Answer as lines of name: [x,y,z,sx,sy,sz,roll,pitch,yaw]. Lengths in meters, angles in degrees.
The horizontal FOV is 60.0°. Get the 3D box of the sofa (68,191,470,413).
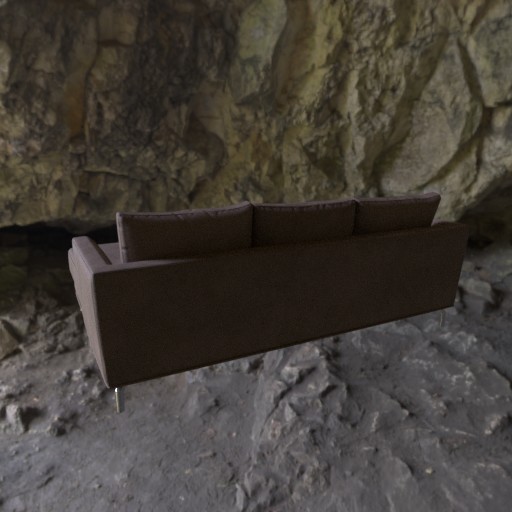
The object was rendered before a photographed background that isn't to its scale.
sofa: [0.000,0.000,3.209,2.438,0.987,1.622,-7,16,-26]
